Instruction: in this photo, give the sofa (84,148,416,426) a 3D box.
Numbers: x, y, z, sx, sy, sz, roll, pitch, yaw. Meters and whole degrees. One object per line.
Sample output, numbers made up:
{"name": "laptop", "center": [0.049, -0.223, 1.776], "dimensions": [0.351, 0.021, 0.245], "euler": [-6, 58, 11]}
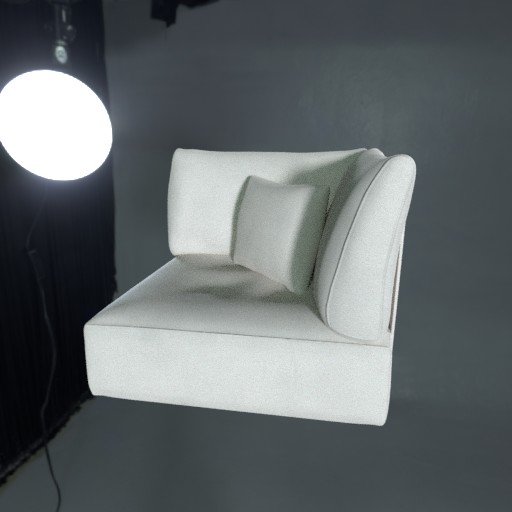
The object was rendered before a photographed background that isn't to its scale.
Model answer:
{"name": "sofa", "center": [0.000, 0.000, 1.753], "dimensions": [1.000, 0.820, 1.000], "euler": [3, 15, 10]}
